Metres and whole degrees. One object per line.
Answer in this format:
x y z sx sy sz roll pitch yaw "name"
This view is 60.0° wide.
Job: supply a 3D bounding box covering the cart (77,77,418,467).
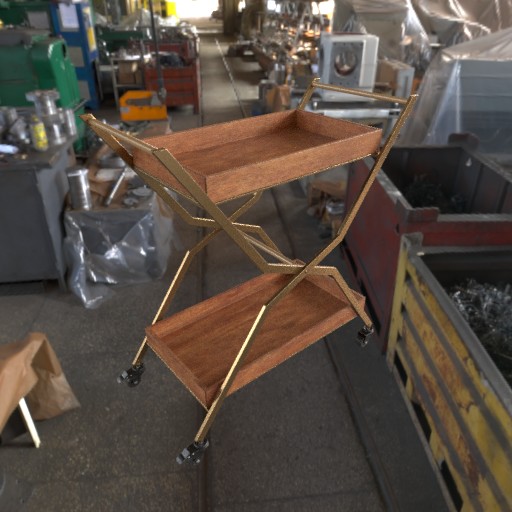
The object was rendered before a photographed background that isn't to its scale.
0.000 0.000 1.317 0.836 0.869 0.405 -23 38 -33 "cart"
